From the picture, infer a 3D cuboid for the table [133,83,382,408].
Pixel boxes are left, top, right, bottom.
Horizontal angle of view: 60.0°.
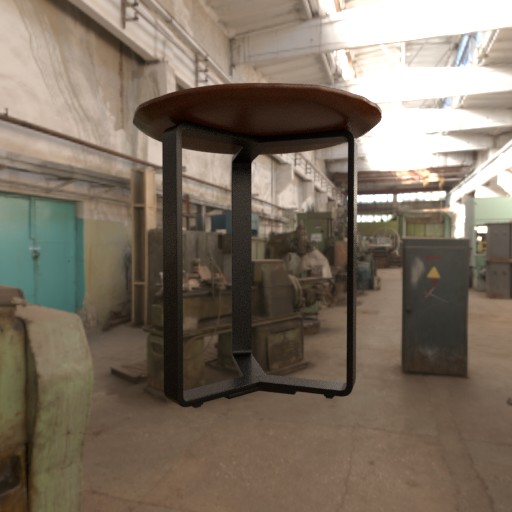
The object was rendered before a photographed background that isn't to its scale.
[{"bbox_3d":[0.000,0.000,0.756,0.410,0.450,0.380,1,2,19],"label":"table"}]
